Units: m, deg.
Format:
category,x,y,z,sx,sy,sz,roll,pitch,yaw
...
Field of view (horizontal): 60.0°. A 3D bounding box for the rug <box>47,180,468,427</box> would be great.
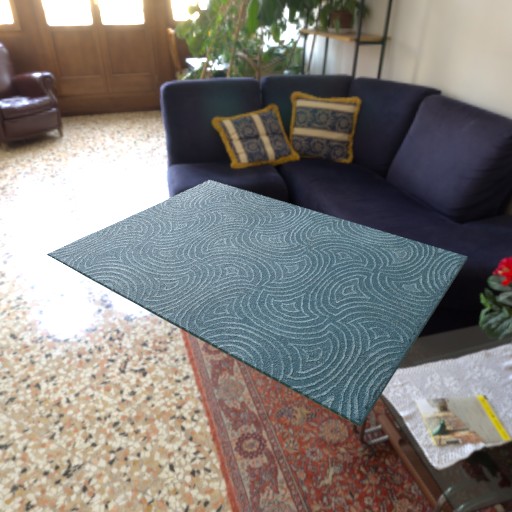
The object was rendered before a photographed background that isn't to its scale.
category,x,y,z,sx,sy,sz,roll,pitch,yaw
rug,0.000,0.000,2.777,2.144,0.015,1.543,21,37,31
